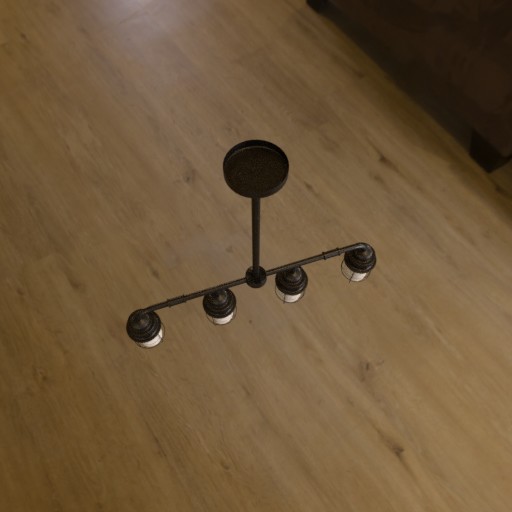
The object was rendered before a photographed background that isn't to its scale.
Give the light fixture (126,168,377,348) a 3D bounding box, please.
[{"bbox_3d":[0.000,0.000,1.224,0.852,0.785,0.131,-17,64,-8],"label":"light fixture"}]
